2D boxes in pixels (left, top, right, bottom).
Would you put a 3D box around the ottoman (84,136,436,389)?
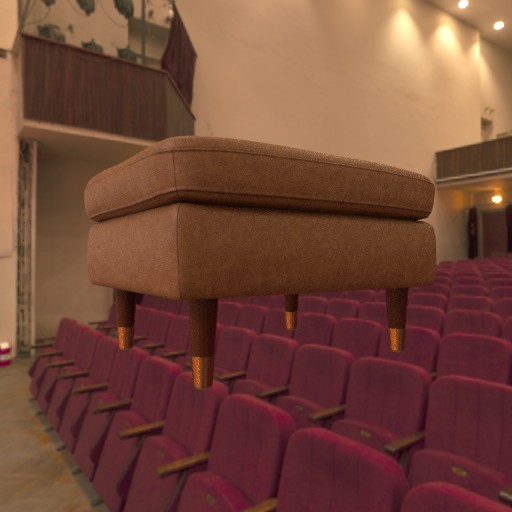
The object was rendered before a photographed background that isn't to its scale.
[{"bbox_3d":[0.000,0.000,1.125,0.747,0.478,0.593,0,0,-35],"label":"ottoman"}]
